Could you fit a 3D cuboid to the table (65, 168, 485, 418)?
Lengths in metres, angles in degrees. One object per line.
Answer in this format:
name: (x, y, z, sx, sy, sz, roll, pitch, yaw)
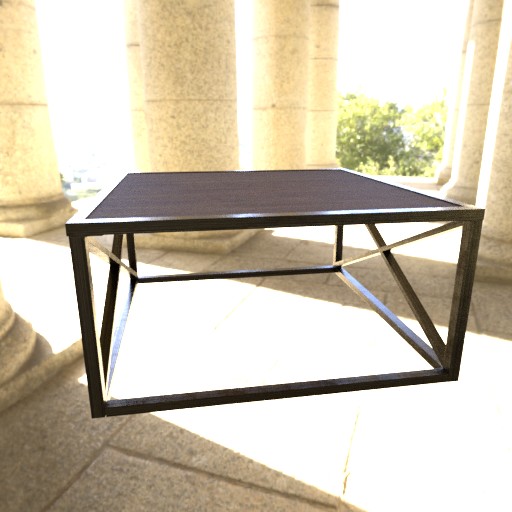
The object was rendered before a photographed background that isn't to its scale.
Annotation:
table: (0.000, 0.000, 1.427, 0.909, 0.451, 0.899, -3, 17, -9)
